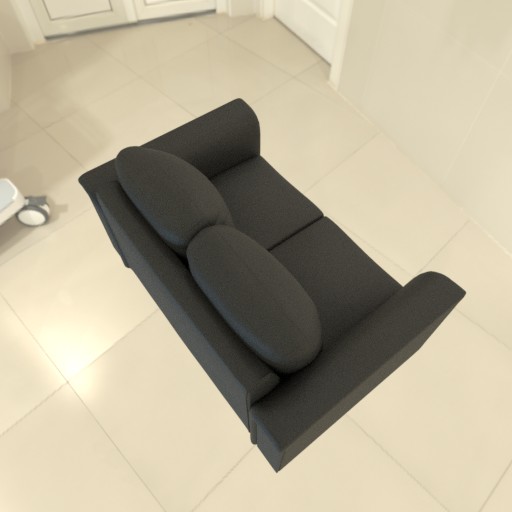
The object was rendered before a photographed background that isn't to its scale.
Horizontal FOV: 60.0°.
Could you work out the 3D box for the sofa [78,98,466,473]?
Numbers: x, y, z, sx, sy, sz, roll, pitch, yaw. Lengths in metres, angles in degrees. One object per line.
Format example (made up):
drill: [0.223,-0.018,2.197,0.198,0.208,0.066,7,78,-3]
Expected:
sofa: [0.000,0.000,1.916,0.887,0.845,1.386,-33,63,-19]
